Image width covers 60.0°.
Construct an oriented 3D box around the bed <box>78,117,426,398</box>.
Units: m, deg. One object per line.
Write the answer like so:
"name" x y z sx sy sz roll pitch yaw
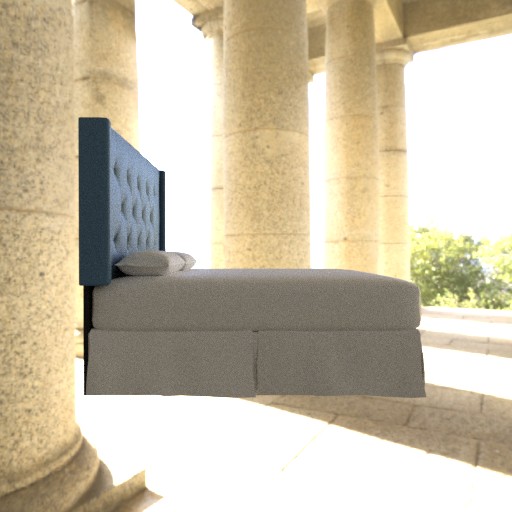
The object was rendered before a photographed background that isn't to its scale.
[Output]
"bed" 0.000 0.000 3.432 2.078 1.665 1.719 0 0 0
